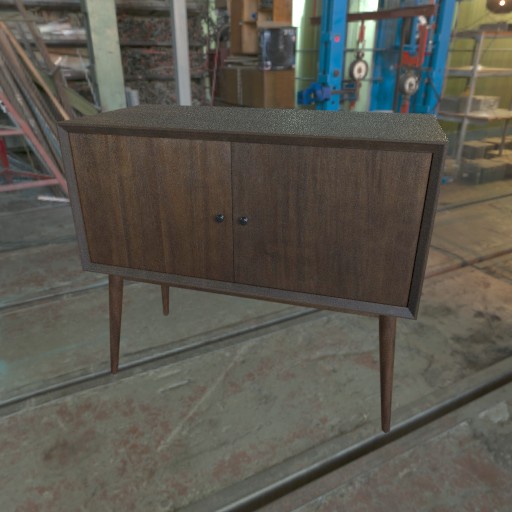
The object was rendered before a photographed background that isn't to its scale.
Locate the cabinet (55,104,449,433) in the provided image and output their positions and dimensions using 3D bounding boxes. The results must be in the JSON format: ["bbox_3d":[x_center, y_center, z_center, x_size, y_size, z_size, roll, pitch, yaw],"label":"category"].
[{"bbox_3d":[0.000,0.000,1.091,0.743,0.654,0.354,7,26,15],"label":"cabinet"}]
